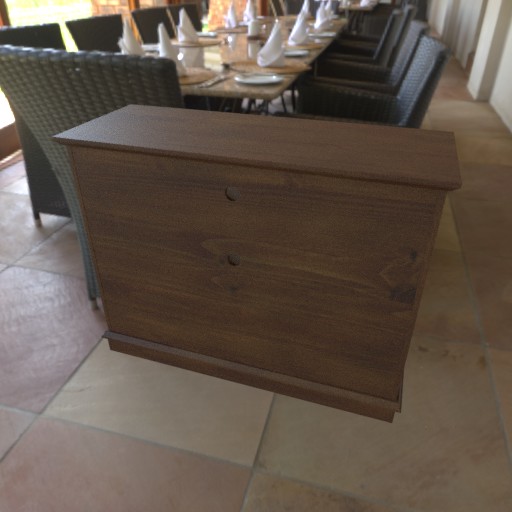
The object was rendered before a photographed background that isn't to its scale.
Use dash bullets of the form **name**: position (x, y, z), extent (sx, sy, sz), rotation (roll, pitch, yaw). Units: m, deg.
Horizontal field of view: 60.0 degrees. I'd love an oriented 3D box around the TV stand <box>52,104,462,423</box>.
- **TV stand**: position (0.000, 0.000, 1.471), extent (1.067, 0.813, 0.406), rotation (10, 33, 16)
